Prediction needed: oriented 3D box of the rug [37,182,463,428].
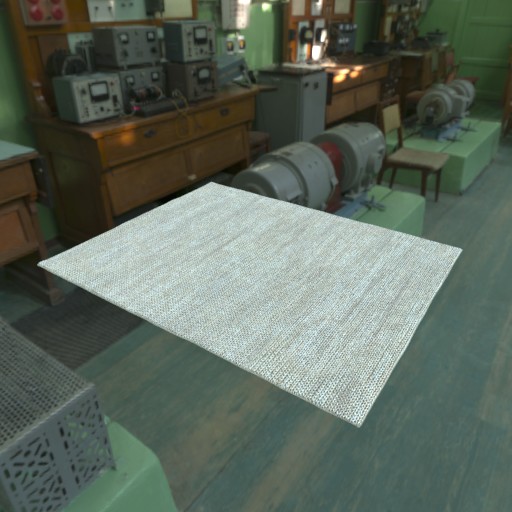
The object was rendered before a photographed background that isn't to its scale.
[{"bbox_3d":[0.000,0.000,4.043,3.052,0.030,2.429,19,35,29],"label":"rug"}]
